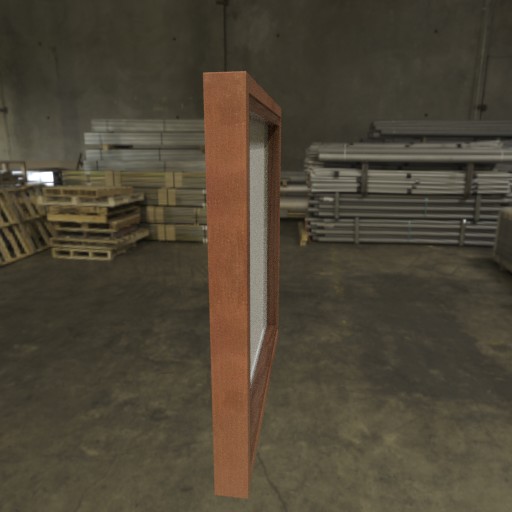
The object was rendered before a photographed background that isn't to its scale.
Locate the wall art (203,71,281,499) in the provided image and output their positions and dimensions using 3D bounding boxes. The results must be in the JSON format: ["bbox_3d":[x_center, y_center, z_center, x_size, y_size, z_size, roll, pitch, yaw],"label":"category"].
[{"bbox_3d":[0.000,0.000,0.593,0.035,0.403,0.403,2,14,7],"label":"wall art"}]
